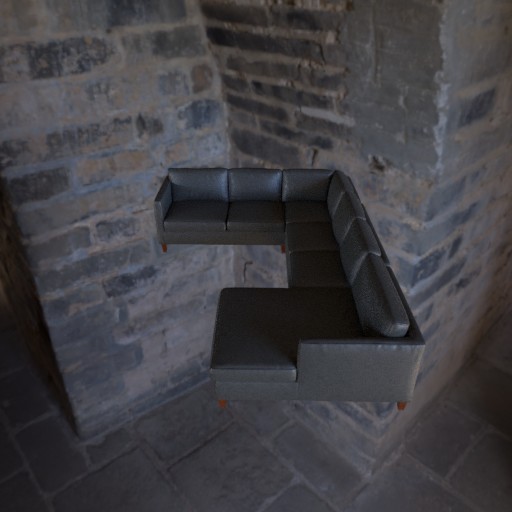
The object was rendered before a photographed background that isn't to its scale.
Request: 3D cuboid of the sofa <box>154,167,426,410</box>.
[{"bbox_3d":[0.000,0.000,4.848,2.593,0.923,3.460,0,31,1],"label":"sofa"}]
